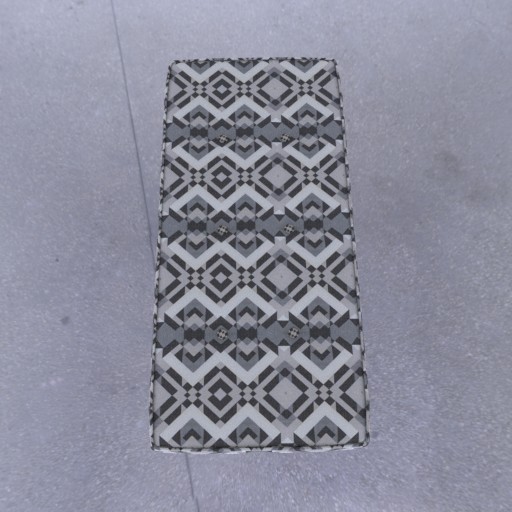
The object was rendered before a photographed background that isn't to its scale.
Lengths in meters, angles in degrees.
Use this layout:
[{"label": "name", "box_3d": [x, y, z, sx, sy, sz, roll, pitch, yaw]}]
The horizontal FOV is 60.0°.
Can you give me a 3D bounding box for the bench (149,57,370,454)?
[{"label": "bench", "box_3d": [0.000, 0.000, 1.294, 0.492, 0.477, 1.016, -1, 73, 0]}]
